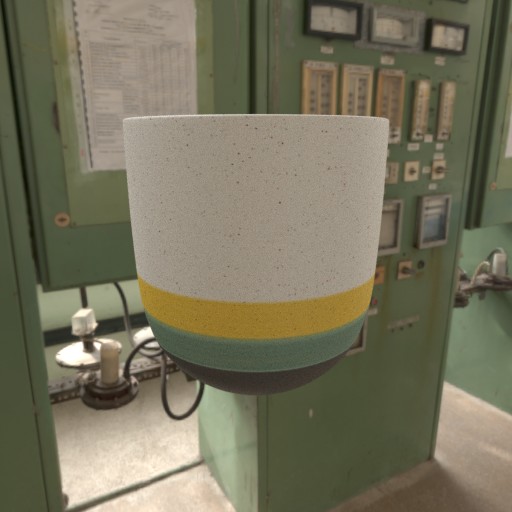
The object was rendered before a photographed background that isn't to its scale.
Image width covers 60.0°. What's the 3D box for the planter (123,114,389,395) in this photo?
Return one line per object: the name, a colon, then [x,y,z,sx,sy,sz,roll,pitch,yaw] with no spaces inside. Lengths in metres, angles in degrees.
planter: [0.000,0.000,0.365,0.195,0.214,0.195,0,15,0]
